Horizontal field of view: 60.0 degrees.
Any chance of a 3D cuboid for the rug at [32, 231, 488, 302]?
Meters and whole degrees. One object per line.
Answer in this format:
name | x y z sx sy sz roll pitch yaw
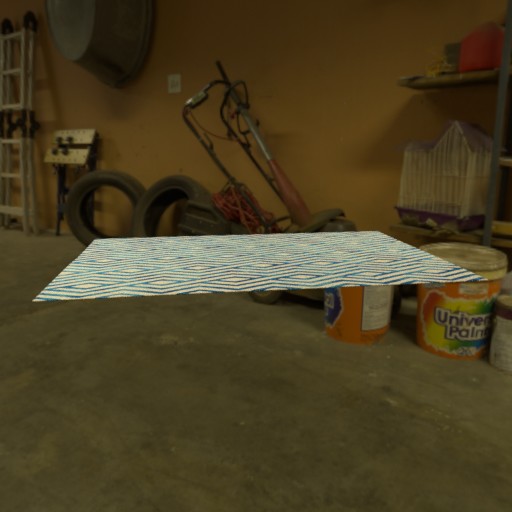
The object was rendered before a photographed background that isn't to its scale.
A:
rug | 0.000 0.000 3.075 2.439 0.008 1.531 -2 14 -8
